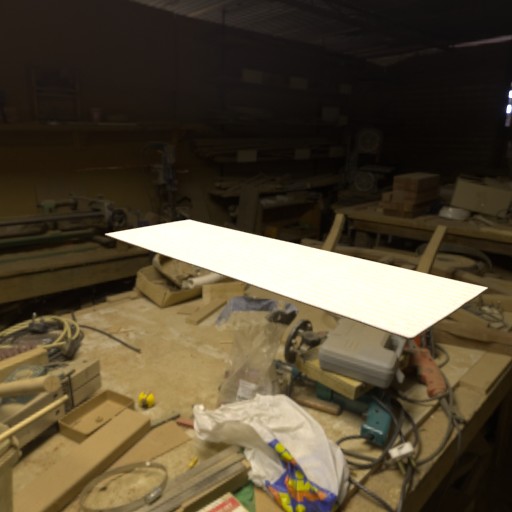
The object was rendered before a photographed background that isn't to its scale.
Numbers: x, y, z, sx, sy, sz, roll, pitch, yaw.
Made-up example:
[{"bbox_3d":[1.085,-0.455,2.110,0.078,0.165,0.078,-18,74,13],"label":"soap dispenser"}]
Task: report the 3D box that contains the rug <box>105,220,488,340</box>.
[{"bbox_3d":[0.000,0.000,2.744,0.793,0.014,2.450,-15,22,-43],"label":"rug"}]
